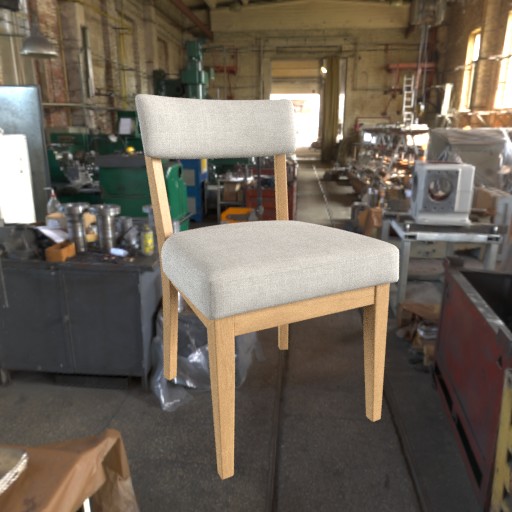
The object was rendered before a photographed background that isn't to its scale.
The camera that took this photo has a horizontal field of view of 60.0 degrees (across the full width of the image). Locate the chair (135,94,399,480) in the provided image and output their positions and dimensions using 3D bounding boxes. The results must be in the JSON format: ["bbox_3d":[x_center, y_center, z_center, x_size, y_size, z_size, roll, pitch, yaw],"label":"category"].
[{"bbox_3d":[0.000,0.000,1.191,0.508,0.832,0.572,-8,18,-27],"label":"chair"}]
